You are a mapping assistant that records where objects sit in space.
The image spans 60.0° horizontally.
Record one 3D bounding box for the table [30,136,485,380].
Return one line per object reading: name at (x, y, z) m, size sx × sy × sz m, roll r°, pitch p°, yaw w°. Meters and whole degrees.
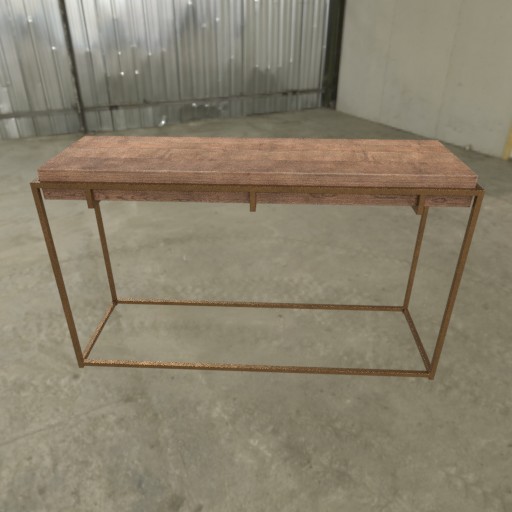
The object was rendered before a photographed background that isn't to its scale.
table at (0.000, 0.000, 1.735) m, size 1.400 × 0.820 × 0.440 m, roll 1°, pitch 30°, yaw 2°
